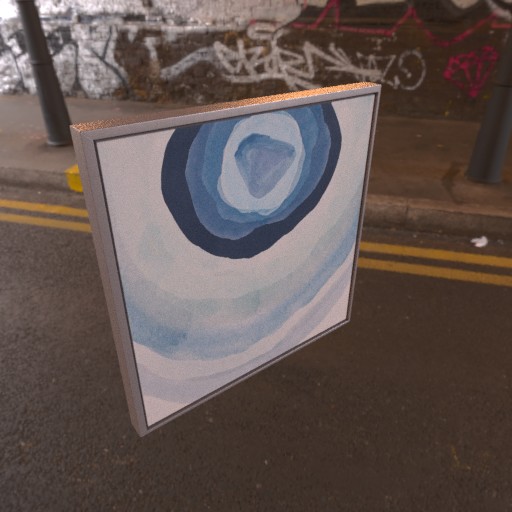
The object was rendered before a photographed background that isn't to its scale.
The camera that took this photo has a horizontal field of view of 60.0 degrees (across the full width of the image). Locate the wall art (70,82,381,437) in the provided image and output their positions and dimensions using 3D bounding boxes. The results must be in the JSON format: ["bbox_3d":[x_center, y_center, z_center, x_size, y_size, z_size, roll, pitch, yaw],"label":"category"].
[{"bbox_3d":[0.000,0.000,0.519,0.349,0.349,0.028,-21,36,-31],"label":"wall art"}]
